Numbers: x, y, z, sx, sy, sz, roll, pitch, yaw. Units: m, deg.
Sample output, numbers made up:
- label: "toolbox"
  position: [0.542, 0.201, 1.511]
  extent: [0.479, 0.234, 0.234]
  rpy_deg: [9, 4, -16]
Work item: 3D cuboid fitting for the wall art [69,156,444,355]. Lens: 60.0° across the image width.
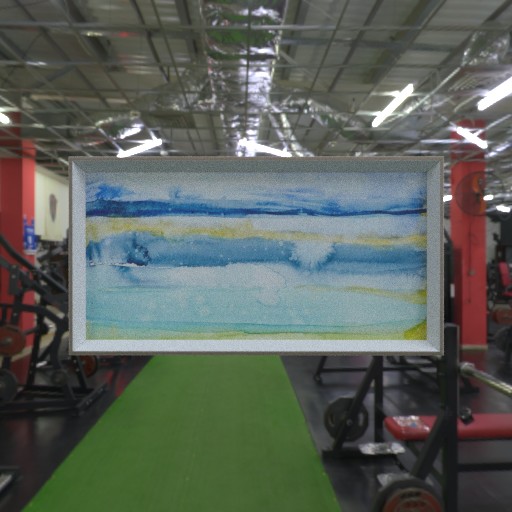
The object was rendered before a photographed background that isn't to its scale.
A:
- label: "wall art"
  position: [0.000, 0.000, 0.979]
  extent: [0.812, 0.431, 0.038]
  rpy_deg: [0, 0, 0]
